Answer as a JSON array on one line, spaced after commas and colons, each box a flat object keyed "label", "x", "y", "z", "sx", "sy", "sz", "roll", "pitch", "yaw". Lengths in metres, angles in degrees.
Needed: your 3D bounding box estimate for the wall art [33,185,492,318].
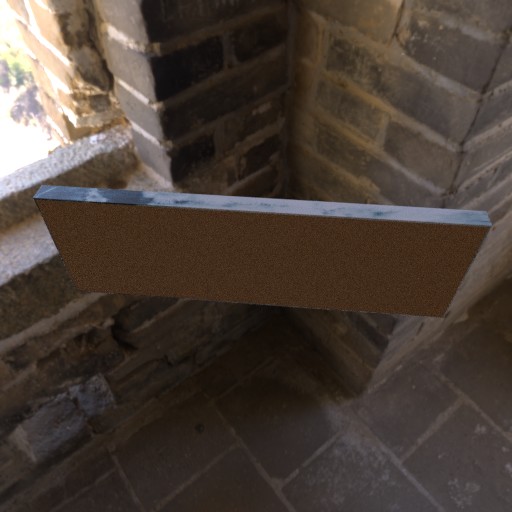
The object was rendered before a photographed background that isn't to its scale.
[{"label": "wall art", "x": 0.000, "y": 0.000, "z": 0.834, "sx": 0.759, "sy": 0.251, "sz": 0.037, "roll": 4, "pitch": 47, "yaw": 4}]
